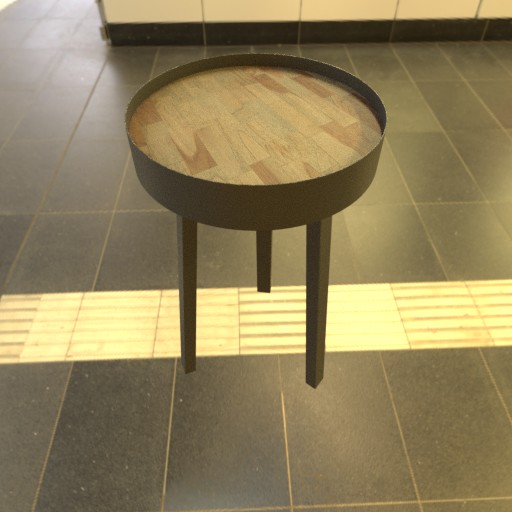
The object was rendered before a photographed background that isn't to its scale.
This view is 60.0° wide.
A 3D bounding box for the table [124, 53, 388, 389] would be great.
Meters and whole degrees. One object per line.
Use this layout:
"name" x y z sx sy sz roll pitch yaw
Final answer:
"table" 0.000 0.000 0.947 0.406 0.686 0.406 -16 49 -15
